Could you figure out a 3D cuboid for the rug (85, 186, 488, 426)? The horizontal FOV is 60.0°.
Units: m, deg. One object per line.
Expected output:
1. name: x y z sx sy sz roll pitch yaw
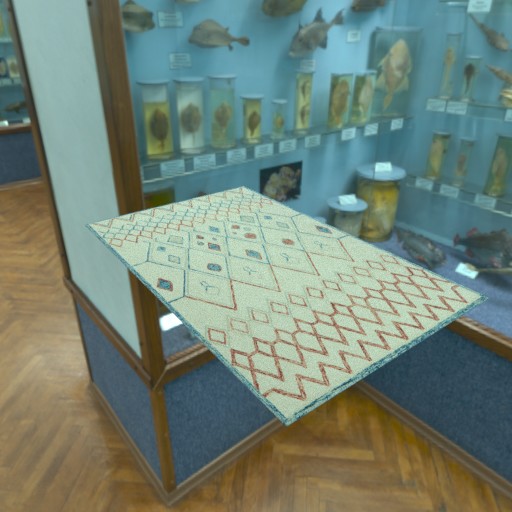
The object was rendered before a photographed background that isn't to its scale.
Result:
1. rug: 0.000 0.000 3.010 1.524 0.015 2.438 -19 33 -32
